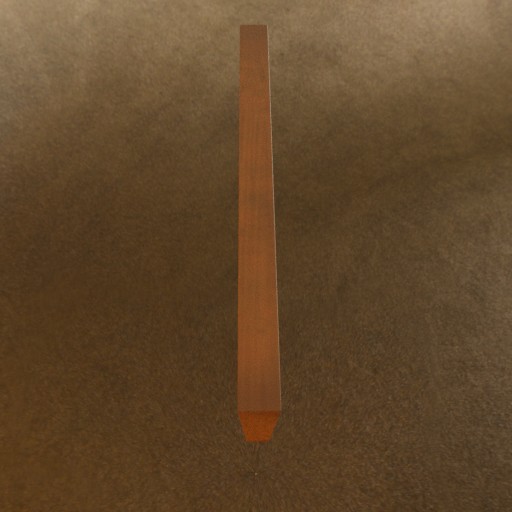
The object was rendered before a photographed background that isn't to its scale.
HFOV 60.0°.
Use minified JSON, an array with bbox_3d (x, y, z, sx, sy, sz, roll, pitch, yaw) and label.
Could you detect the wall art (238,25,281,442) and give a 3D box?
[{"bbox_3d":[0.000,0.000,0.542,0.030,0.328,0.401,-1,64,0],"label":"wall art"}]
